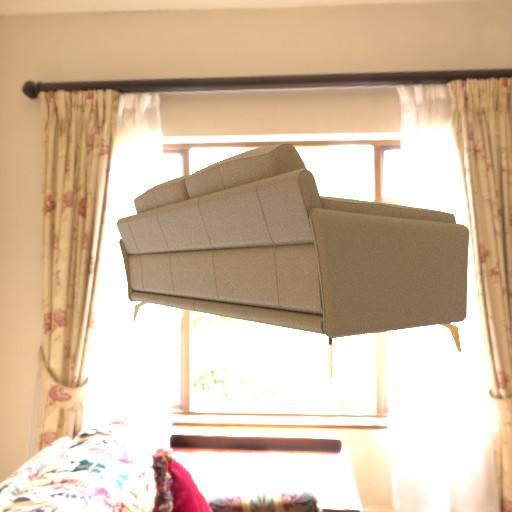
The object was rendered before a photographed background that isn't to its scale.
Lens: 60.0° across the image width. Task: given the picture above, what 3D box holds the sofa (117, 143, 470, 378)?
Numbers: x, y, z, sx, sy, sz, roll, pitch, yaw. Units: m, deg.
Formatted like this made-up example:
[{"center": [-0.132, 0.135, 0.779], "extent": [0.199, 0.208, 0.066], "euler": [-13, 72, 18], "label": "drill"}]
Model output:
[{"center": [0.000, 0.000, 2.656], "extent": [1.049, 0.930, 2.101], "euler": [1, -2, -35], "label": "sofa"}]
